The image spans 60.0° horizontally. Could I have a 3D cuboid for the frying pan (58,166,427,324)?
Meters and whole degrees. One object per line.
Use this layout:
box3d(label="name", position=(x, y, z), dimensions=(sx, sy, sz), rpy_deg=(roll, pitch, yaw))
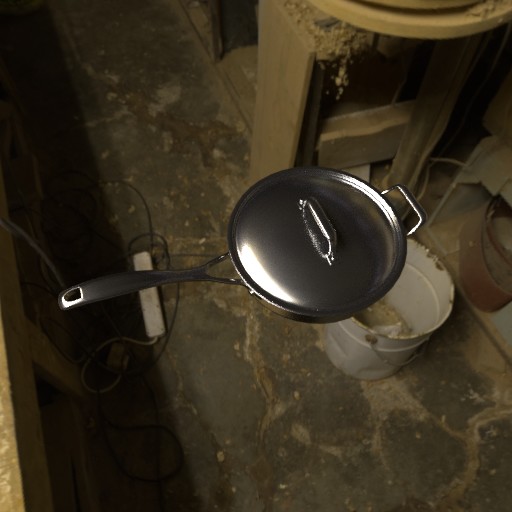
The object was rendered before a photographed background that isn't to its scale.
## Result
box3d(label="frying pan", position=(0.000, 0.000, 0.679), dimensions=(0.561, 0.114, 0.280), rpy_deg=(-18, 60, -11))
